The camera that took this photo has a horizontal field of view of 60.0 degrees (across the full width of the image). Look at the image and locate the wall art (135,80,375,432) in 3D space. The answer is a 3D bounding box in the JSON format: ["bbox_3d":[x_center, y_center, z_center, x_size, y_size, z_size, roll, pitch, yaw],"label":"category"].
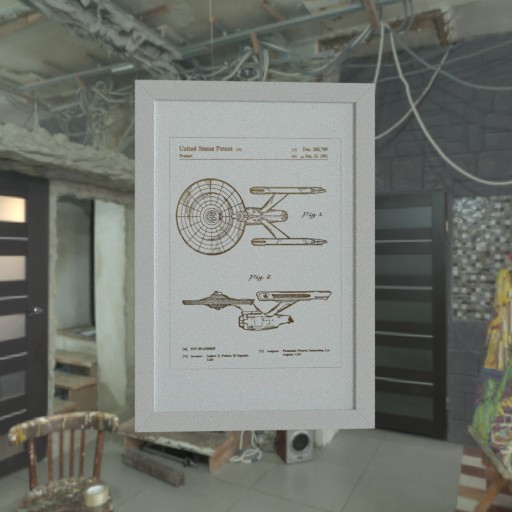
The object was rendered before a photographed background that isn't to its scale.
[{"bbox_3d":[0.000,0.000,0.843,0.454,0.659,0.011,0,0,-2],"label":"wall art"}]
